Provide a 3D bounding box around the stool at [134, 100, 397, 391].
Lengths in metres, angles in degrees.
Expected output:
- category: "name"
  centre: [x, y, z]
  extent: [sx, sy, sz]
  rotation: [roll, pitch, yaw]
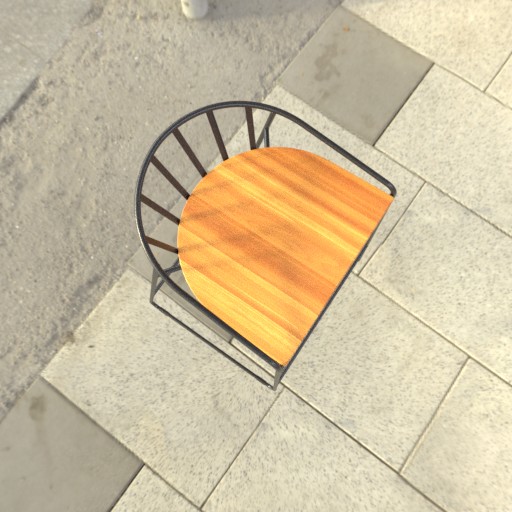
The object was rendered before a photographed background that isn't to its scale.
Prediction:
- category: "stool"
  centre: [0.000, 0.000, 1.185]
  extent: [0.521, 0.812, 0.546]
  rotation: [34, 79, 8]
